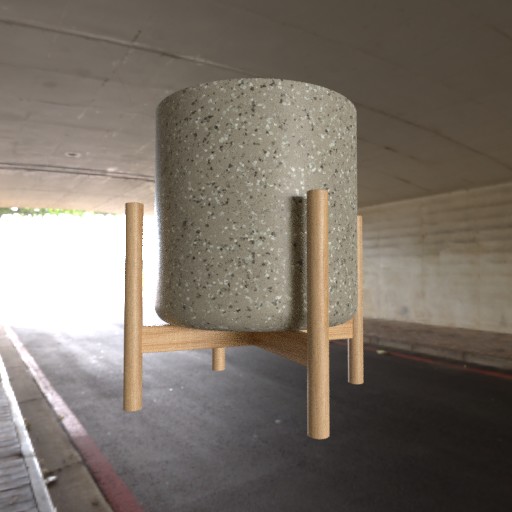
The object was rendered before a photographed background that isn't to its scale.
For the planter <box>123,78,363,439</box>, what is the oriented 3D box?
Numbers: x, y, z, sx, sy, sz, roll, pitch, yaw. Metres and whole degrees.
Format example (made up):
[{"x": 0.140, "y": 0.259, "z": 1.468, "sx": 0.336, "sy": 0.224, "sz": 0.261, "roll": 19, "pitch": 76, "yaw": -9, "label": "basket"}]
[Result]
[{"x": 0.000, "y": 0.000, "z": 0.678, "sx": 0.360, "sy": 0.419, "sz": 0.360, "roll": 0, "pitch": -2, "yaw": 0, "label": "planter"}]
